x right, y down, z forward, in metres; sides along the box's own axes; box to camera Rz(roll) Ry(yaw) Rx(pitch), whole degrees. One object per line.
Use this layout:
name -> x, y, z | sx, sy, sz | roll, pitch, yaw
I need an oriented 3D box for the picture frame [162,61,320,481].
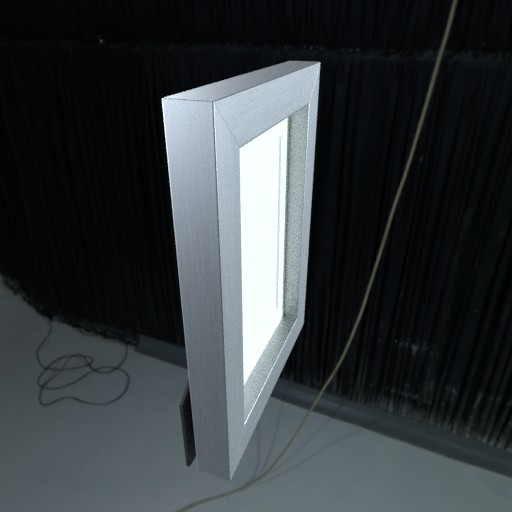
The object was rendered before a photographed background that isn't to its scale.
picture frame -> 0.000, 0.000, 0.272 | 0.028, 0.208, 0.157 | 10, 30, 18
